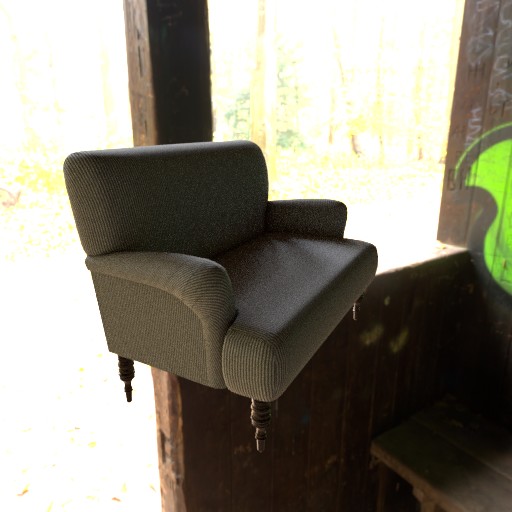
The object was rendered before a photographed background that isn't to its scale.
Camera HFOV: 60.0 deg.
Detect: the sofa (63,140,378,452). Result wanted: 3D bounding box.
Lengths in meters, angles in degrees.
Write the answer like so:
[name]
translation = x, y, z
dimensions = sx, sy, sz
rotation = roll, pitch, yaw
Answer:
[sofa]
translation = 0.000, 0.000, 1.840
dimensions = 0.779, 0.889, 1.297
rotation = 9, 19, 26
